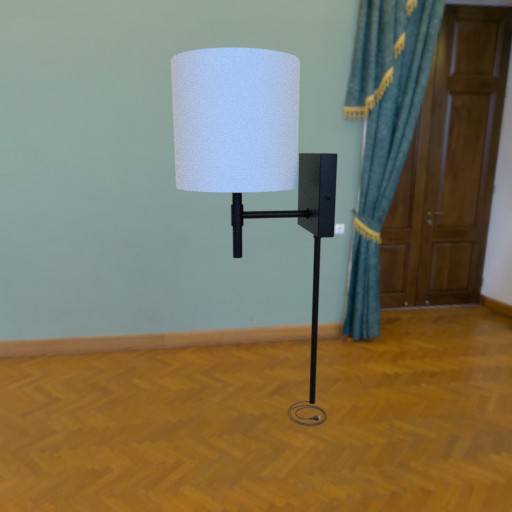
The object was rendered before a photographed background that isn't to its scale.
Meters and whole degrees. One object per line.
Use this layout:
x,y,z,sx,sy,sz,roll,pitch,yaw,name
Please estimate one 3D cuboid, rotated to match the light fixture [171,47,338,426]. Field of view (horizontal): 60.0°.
0.000,0.000,0.725,0.248,0.589,0.188,-2,14,-9,light fixture
